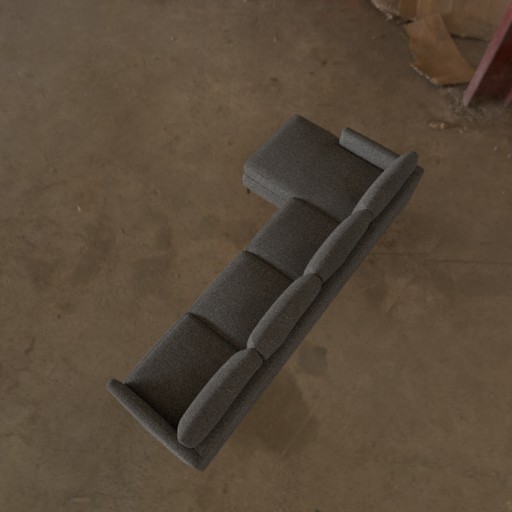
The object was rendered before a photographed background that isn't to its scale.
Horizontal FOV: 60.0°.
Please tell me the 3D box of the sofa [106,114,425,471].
[{"bbox_3d":[0.000,0.000,3.531,1.350,0.810,2.932,35,67,17],"label":"sofa"}]
